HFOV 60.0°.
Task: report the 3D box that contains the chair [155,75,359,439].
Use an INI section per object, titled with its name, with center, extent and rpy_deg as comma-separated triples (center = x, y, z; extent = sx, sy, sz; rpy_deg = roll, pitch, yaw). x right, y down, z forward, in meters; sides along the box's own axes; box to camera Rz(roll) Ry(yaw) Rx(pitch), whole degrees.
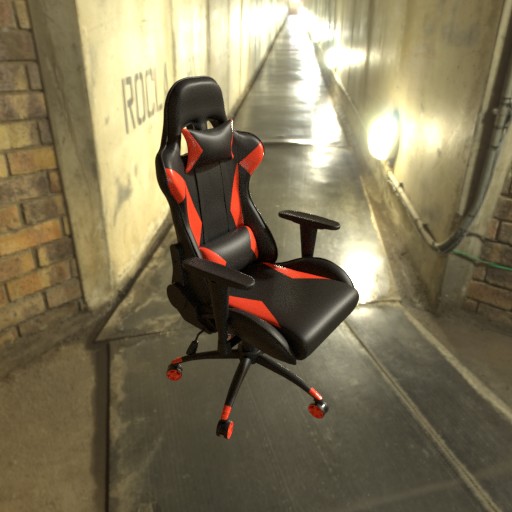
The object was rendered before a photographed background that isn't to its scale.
[chair]
center = 0.000, 0.000, 1.732
extent = 0.730, 1.282, 0.695
rpy_deg = 18, 31, 32
